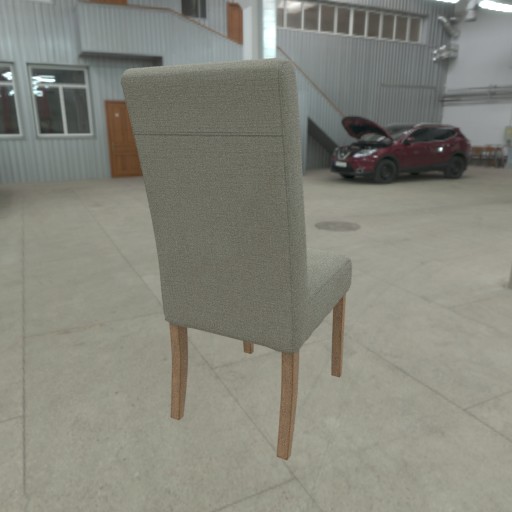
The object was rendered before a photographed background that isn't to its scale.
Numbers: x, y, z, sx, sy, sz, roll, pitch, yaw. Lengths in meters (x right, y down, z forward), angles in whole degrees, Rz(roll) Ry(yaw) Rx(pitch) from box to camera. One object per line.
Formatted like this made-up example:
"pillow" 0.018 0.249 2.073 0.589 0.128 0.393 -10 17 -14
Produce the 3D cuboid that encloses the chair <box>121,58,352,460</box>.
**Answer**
"chair" 0.000 0.000 1.360 0.450 1.033 0.611 9 19 27
